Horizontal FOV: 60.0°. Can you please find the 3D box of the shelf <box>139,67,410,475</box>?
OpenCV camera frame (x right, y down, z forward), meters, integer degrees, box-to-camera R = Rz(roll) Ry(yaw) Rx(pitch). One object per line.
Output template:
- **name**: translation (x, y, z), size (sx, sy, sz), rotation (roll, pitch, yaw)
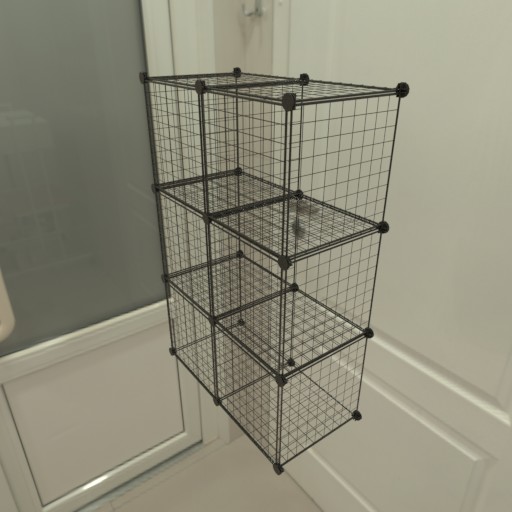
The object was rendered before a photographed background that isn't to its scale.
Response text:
- **shelf**: translation (0.000, 0.000, 1.416), size (0.356, 1.067, 0.711), rotation (-18, 32, -32)
